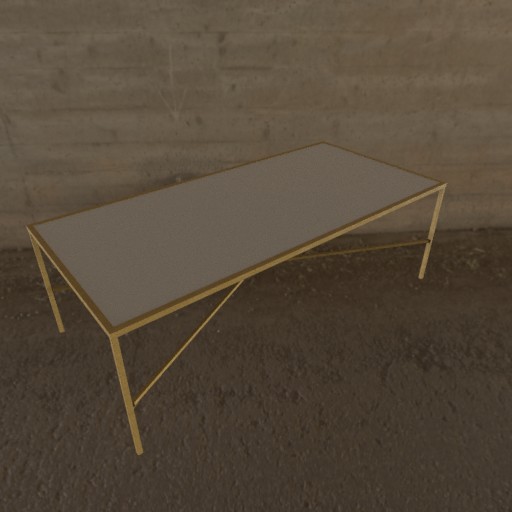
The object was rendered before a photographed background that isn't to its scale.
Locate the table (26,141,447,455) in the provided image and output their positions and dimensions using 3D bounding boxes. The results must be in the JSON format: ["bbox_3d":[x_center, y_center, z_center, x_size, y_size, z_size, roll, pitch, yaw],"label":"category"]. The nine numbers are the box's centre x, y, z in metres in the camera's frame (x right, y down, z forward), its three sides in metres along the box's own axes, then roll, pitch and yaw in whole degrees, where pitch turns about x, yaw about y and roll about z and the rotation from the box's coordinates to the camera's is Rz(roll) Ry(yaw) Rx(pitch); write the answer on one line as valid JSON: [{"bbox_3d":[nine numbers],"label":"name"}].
[{"bbox_3d":[0.000,0.000,1.491,1.206,0.398,0.580,-23,39,-32],"label":"table"}]
